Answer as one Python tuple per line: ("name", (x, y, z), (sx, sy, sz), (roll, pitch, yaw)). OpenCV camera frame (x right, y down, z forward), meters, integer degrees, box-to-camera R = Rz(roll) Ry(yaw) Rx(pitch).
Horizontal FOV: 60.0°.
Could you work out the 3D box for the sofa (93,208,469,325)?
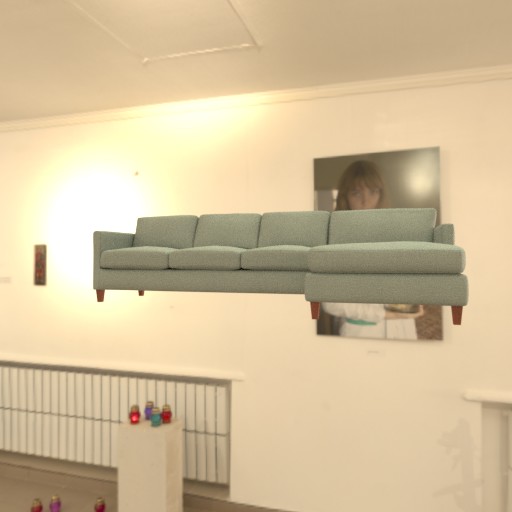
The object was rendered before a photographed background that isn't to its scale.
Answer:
("sofa", (0.000, 0.000, 4.188), (3.471, 0.950, 1.604), (0, 0, 17))
